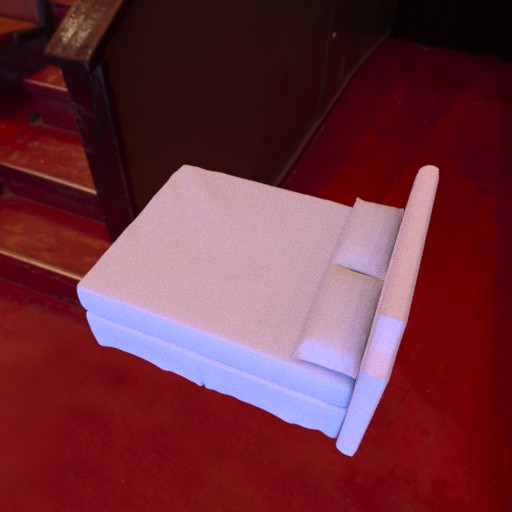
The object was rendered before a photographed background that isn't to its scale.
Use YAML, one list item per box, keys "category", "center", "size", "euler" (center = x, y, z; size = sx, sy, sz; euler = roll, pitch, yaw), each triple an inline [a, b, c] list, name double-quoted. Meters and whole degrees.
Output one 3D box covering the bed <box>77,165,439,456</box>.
- category: "bed"
  center: [0.000, 0.000, 3.334]
  size: [2.164, 1.297, 1.828]
  euler: [17, 49, 15]
